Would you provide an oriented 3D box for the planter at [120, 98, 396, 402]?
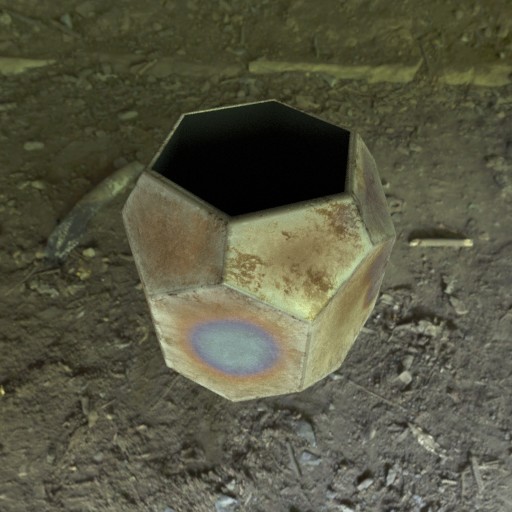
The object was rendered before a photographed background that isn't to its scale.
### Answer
[{"bbox_3d":[0.000,0.000,0.429,0.221,0.238,0.243,32,54,27],"label":"planter"}]
